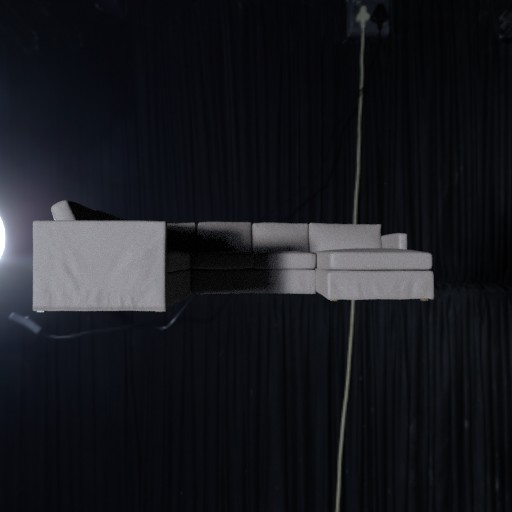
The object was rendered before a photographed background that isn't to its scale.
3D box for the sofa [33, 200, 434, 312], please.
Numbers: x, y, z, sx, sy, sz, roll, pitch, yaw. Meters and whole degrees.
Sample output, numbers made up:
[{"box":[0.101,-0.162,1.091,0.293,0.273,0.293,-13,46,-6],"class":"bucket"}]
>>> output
[{"box":[0.000,0.000,4.595,3.460,0.882,2.427,0,0,-2],"class":"sofa"}]
